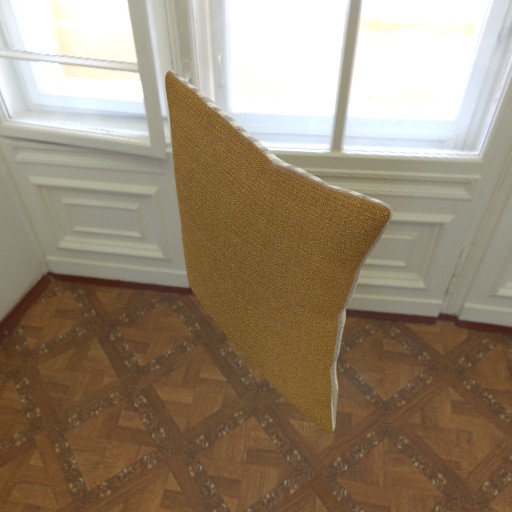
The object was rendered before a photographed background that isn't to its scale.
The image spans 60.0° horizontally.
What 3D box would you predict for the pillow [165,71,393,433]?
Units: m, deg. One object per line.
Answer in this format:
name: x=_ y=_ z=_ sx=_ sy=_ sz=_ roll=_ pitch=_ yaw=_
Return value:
pillow: x=0.000 y=0.000 z=0.674 sx=0.147 sy=0.437 sz=0.432 roll=-27 pitch=48 yaw=-27
